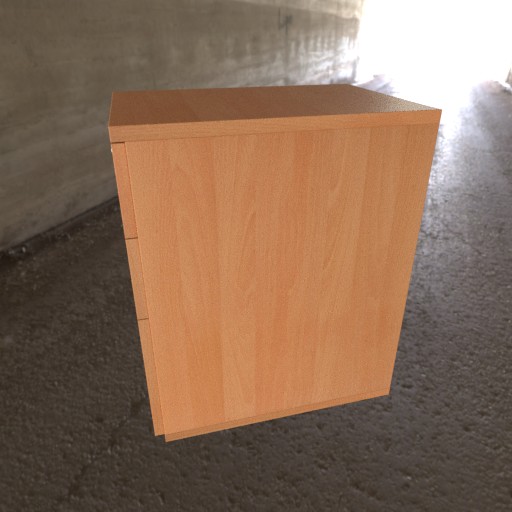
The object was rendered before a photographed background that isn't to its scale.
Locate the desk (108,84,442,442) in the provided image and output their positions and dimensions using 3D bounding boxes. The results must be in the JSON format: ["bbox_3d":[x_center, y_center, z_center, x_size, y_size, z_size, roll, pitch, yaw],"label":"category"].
[{"bbox_3d":[0.000,0.000,1.086,0.600,0.730,0.404,-7,29,-13],"label":"desk"}]
